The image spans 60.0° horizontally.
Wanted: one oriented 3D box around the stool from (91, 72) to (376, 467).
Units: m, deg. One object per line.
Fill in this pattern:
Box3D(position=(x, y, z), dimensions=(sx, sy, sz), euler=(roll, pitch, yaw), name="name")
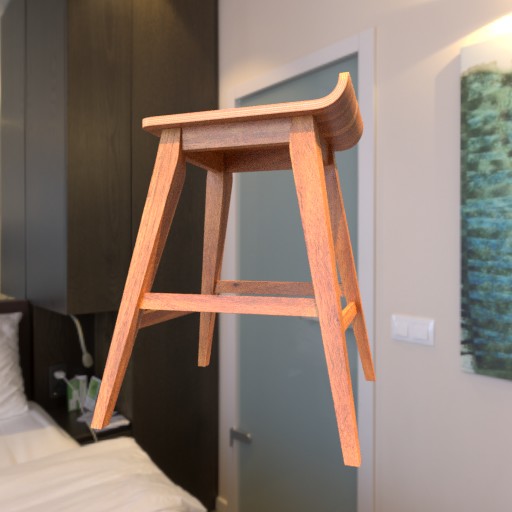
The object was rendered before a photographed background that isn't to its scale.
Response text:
Box3D(position=(0.000, 0.000, 1.000), dimensions=(0.500, 0.650, 0.500), euler=(0, 1, 18), name="stool")
